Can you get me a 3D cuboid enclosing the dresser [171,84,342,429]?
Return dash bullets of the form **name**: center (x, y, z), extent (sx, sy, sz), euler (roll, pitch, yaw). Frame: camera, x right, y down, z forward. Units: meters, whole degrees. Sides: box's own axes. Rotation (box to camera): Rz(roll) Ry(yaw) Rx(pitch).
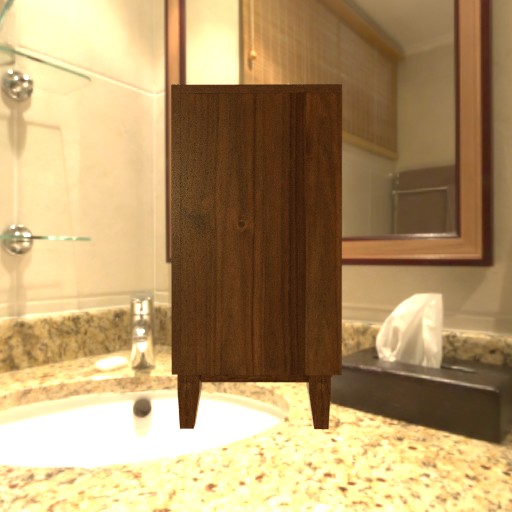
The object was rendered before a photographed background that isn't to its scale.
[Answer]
- **dresser**: center (0.000, 0.000, 1.815), extent (0.446, 0.873, 1.400), euler (0, 0, 0)
